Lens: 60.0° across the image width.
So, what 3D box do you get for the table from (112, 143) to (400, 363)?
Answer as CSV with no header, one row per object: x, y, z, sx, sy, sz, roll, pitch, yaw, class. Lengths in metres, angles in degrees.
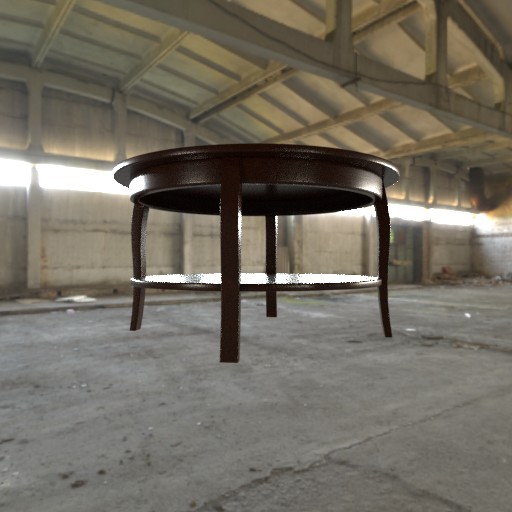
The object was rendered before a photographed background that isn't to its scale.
0.000,0.000,1.476,0.911,0.512,0.911,0,-1,0,table
